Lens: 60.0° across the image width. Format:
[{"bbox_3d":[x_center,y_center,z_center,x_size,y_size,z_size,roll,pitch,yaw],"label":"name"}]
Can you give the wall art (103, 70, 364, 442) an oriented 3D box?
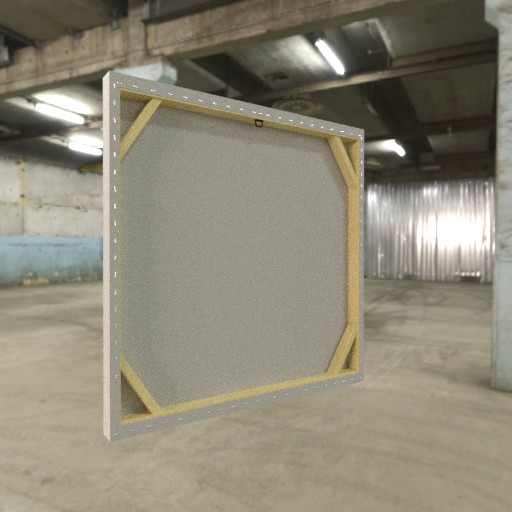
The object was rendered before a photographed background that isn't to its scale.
[{"bbox_3d":[0.000,0.000,0.916,0.610,0.610,0.038,0,0,-35],"label":"wall art"}]
